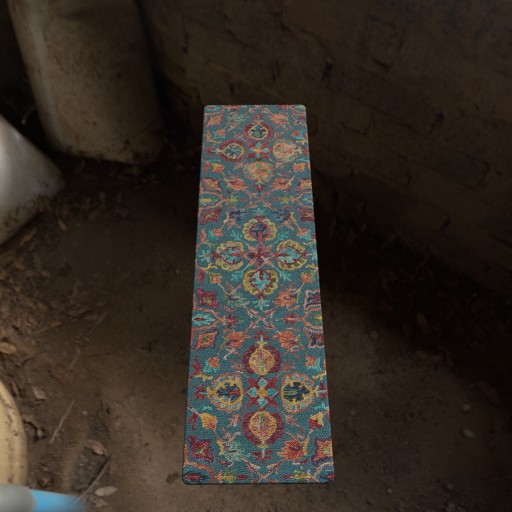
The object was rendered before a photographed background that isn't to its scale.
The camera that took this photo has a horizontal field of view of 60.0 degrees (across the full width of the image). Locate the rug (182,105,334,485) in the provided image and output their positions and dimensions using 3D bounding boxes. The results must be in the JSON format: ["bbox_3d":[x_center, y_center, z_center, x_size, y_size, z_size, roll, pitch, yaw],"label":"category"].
[{"bbox_3d":[0.000,0.000,2.496,0.686,0.013,2.286,0,63,0],"label":"rug"}]
